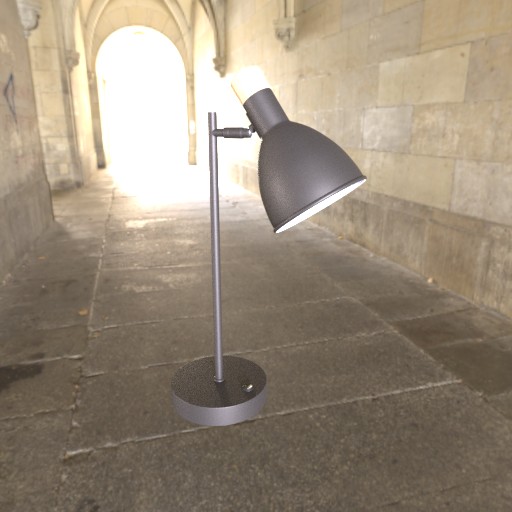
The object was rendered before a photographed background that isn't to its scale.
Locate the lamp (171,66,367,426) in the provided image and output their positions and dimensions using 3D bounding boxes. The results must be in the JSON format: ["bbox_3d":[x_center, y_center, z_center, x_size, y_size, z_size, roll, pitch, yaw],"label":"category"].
[{"bbox_3d":[0.000,0.000,0.609,0.287,0.483,0.152,9,19,28],"label":"lamp"}]
